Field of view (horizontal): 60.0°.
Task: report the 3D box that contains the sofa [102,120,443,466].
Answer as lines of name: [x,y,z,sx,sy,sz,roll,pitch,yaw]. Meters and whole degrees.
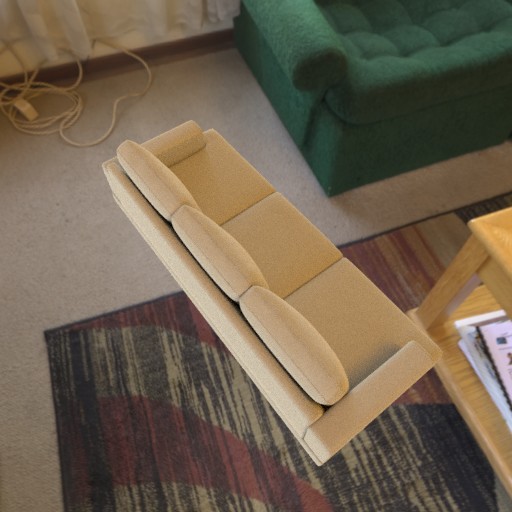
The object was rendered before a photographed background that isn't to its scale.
sofa: [0.000,0.000,2.805,0.920,0.810,2.310,-33,63,-19]
